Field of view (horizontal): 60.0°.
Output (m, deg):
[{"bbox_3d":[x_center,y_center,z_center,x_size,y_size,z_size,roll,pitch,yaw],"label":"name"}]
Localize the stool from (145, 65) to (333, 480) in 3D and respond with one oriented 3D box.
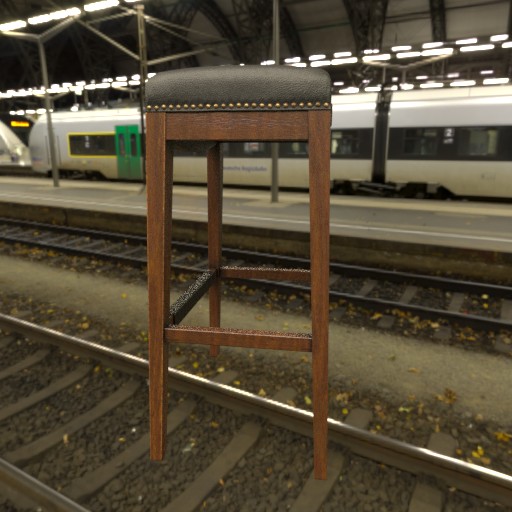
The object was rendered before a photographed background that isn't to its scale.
[{"bbox_3d":[0.000,0.000,1.037,0.361,0.765,0.500,2,14,9],"label":"stool"}]
